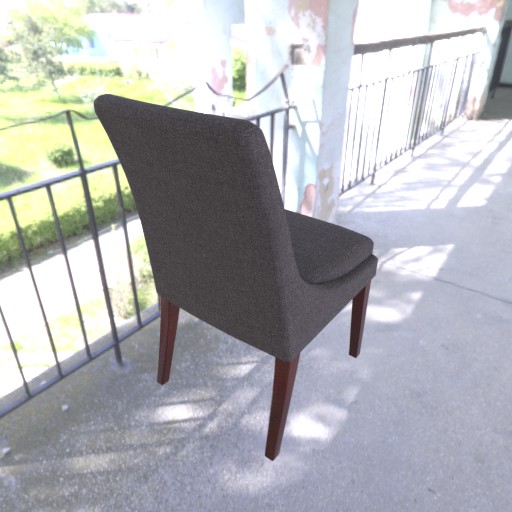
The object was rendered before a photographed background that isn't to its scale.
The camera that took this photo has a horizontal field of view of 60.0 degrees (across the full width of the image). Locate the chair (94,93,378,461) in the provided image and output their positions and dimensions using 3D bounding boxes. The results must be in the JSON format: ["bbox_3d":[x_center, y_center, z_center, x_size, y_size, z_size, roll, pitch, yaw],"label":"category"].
[{"bbox_3d":[0.000,0.000,1.307,0.508,0.952,0.655,21,37,32],"label":"chair"}]
